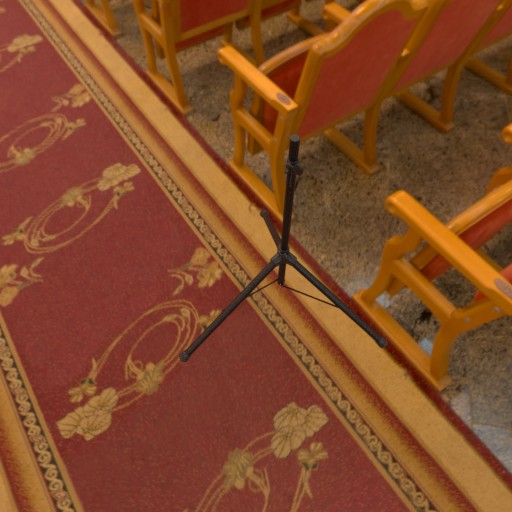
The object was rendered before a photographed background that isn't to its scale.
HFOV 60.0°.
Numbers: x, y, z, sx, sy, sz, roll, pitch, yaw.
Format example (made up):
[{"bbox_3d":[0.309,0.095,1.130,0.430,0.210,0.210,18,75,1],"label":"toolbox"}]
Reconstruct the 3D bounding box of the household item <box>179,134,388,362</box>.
[{"bbox_3d":[0.000,0.000,1.851,0.907,1.136,1.045,-30,63,-17],"label":"household item"}]
